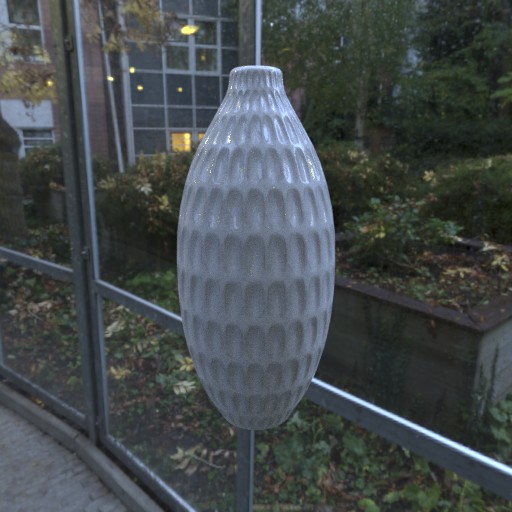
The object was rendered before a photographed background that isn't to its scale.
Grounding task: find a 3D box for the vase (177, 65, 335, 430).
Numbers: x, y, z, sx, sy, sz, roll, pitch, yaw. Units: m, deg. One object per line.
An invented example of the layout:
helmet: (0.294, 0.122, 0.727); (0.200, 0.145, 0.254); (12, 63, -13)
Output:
vase: (0.000, 0.000, 0.360); (0.127, 0.282, 0.127); (0, 14, 0)
